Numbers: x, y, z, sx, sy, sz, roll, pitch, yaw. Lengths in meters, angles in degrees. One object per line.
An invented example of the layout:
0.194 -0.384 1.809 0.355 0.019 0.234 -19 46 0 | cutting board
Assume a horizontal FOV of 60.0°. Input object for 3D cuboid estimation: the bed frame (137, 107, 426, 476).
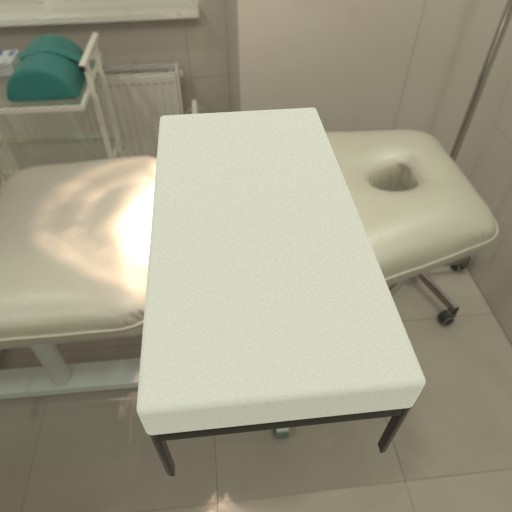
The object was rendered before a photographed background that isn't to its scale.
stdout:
0.000 0.000 2.395 1.023 0.659 1.950 -4 47 -4 | bed frame
